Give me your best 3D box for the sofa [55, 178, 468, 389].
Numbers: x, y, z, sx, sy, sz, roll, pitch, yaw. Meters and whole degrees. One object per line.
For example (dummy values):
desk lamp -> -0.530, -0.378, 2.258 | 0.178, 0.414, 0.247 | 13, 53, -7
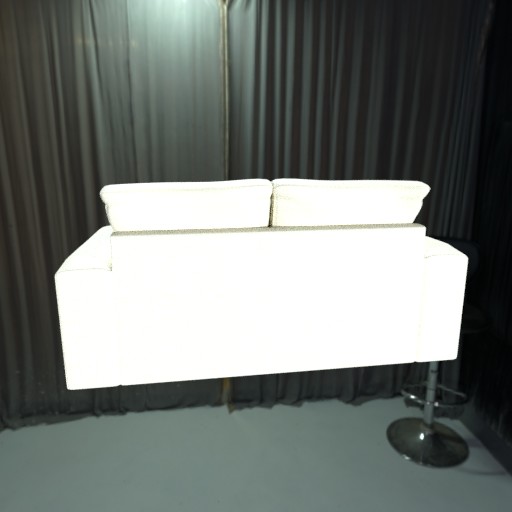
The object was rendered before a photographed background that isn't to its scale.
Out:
sofa -> 0.000, 0.000, 2.386 | 1.754, 0.875, 1.091 | -2, 14, -9
